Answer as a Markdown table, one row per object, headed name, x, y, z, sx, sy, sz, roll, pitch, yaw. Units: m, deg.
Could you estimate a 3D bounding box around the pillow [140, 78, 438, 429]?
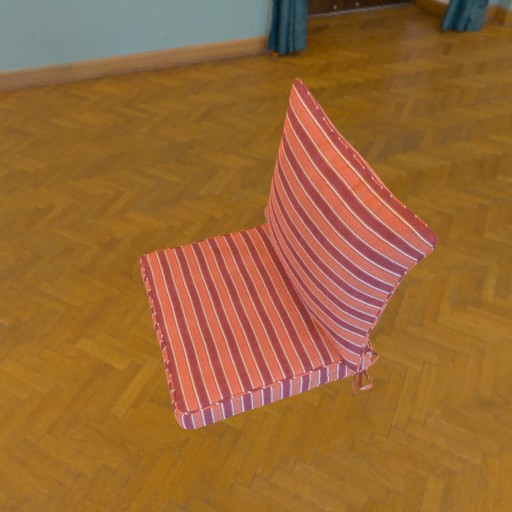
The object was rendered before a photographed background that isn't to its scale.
| name | x | y | z | sx | sy | sz | roll | pitch | yaw |
| --- | --- | --- | --- | --- | --- | --- | --- | --- | --- |
| pillow | 0.000 | 0.000 | 1.406 | 0.733 | 0.723 | 0.799 | -15 | 50 | -13 |
